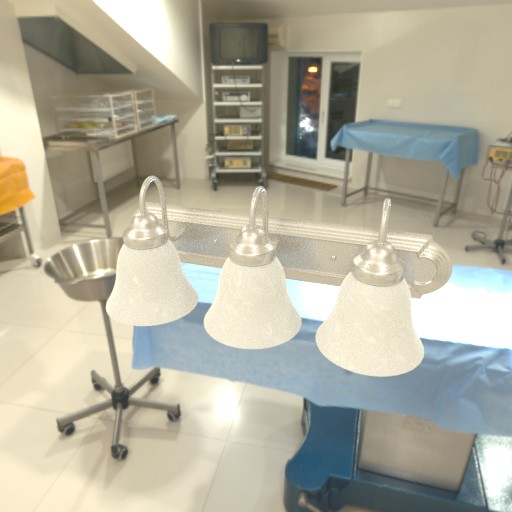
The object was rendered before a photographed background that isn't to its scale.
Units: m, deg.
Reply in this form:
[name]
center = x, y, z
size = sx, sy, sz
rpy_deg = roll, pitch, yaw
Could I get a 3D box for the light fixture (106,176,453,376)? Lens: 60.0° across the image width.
[light fixture]
center = 0.000, 0.000, 0.718
size = 0.610, 0.222, 0.199
rpy_deg = 8, 26, 17
